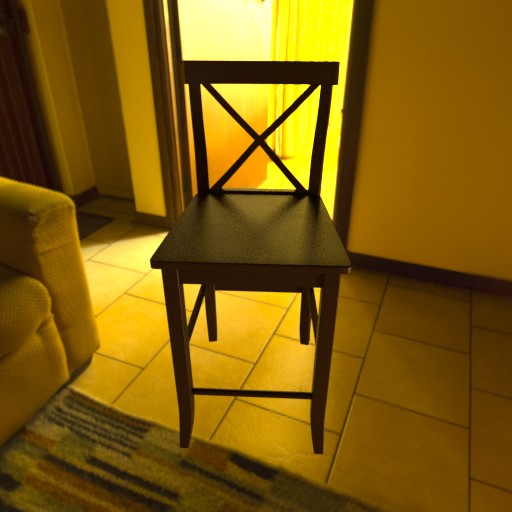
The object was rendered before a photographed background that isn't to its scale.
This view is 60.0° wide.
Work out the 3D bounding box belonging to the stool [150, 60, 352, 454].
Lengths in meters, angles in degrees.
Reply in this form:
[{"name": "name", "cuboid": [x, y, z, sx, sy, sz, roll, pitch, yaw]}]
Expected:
[{"name": "stool", "cuboid": [0.000, 0.000, 1.281, 0.452, 0.989, 0.559, 1, 30, 3]}]
